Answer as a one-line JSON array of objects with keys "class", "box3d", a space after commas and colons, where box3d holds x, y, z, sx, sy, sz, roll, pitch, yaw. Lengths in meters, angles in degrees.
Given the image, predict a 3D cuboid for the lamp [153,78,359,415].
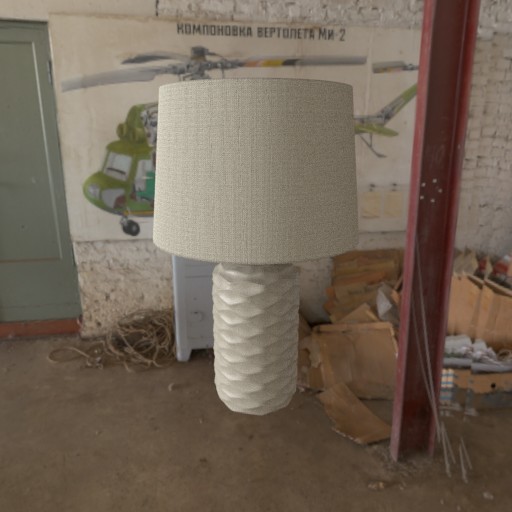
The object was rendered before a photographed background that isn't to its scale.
[{"class": "lamp", "box3d": [0.000, 0.000, 0.838, 0.376, 0.594, 0.376, 0, 16, 0]}]
